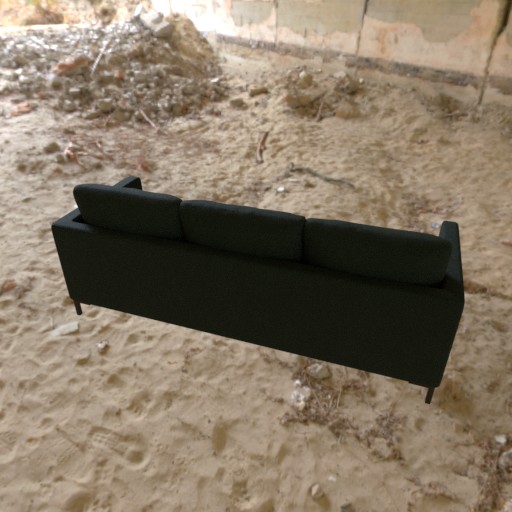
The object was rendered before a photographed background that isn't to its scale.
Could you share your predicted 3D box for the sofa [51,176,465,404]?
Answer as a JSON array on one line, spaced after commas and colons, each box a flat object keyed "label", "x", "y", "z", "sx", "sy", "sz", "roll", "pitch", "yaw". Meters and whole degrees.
[{"label": "sofa", "x": 0.000, "y": 0.000, "z": 2.678, "sx": 2.218, "sy": 0.870, "sz": 0.859, "roll": 10, "pitch": 33, "yaw": 16}]
